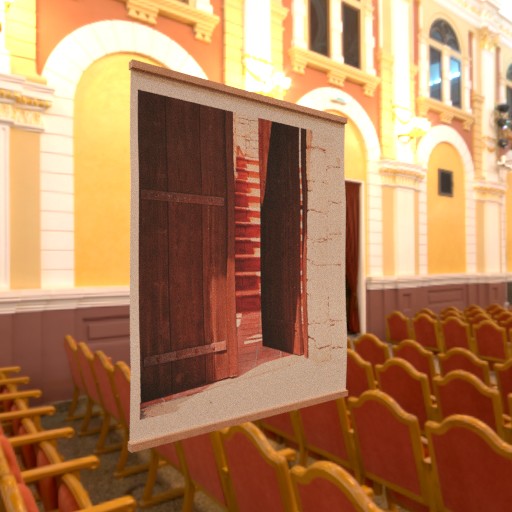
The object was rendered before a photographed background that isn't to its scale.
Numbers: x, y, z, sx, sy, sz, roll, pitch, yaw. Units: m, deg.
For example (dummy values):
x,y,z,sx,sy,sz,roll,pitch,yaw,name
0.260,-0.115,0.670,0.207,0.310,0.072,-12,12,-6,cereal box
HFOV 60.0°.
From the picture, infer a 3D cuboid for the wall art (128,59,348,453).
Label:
x,y,z,sx,sy,sz,roll,pitch,yaw,name
0.000,0.000,0.696,0.406,0.508,0.013,0,-1,-36,wall art
